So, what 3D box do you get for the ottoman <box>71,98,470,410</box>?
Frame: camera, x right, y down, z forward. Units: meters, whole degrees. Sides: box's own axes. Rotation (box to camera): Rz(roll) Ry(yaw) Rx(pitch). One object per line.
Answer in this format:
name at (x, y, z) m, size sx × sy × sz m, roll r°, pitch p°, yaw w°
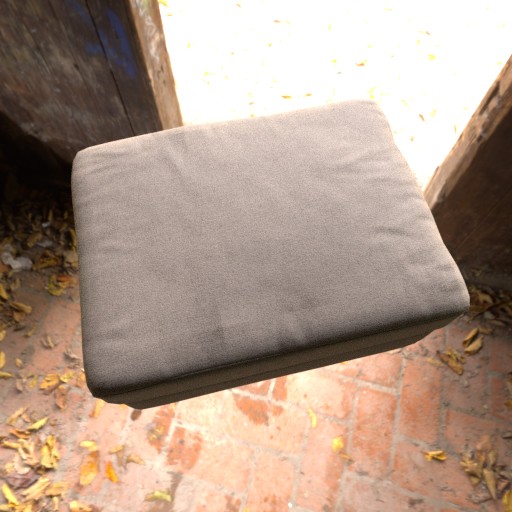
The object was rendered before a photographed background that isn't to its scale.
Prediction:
ottoman at (0.000, 0.000, 1.292) m, size 0.902 × 0.511 × 0.692 m, roll -12°, pitch 65°, yaw -6°
